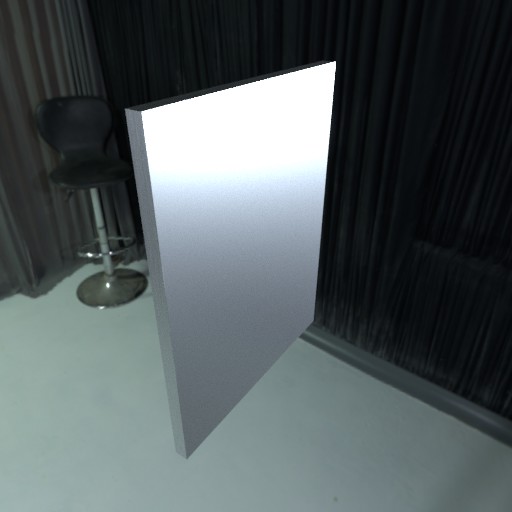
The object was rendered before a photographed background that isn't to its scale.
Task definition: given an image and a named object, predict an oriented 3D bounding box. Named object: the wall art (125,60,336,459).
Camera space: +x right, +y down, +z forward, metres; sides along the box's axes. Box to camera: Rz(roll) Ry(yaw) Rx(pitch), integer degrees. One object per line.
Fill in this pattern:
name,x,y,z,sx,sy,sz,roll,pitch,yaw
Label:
wall art,0.000,0.000,0.759,0.025,0.569,0.444,20,36,29
